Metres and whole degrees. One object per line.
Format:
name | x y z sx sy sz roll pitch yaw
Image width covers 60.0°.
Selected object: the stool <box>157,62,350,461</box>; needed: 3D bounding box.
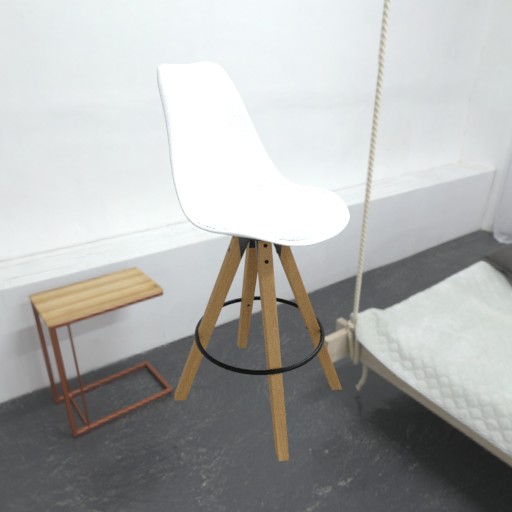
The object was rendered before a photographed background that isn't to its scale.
stool | 0.000 0.000 1.409 0.549 1.115 0.482 17 31 31
